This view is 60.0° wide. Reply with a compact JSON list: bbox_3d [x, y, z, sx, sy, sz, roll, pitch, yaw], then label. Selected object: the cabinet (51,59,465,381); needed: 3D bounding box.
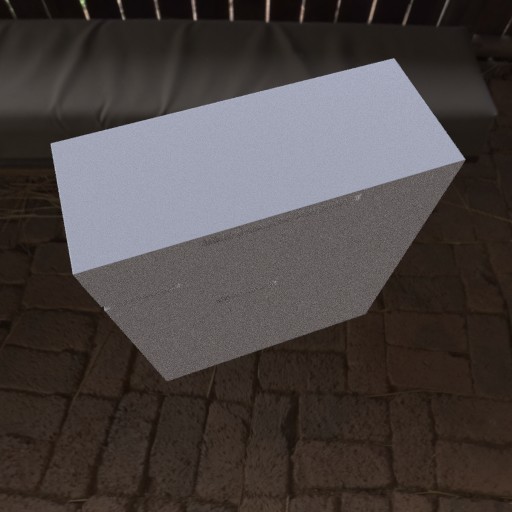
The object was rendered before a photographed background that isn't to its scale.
[{"bbox_3d":[0.000,0.000,1.679,1.000,1.190,0.400,-17,64,-8],"label":"cabinet"}]
